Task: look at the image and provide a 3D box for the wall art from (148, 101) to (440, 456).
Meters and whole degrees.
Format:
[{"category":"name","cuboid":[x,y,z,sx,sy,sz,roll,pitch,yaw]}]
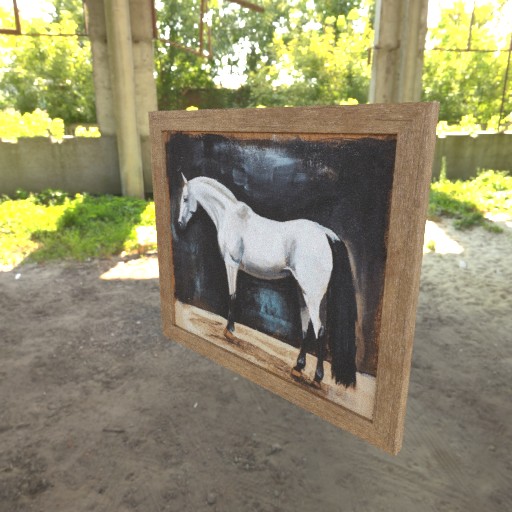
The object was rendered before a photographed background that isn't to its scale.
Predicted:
[{"category":"wall art","cuboid":[0.000,0.000,0.927,0.690,0.588,0.026,15,22,41]}]
